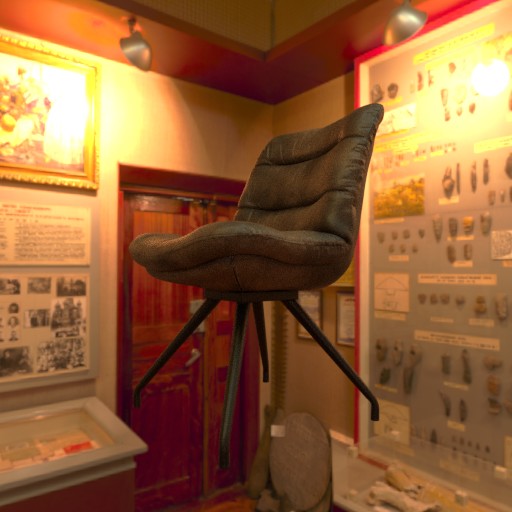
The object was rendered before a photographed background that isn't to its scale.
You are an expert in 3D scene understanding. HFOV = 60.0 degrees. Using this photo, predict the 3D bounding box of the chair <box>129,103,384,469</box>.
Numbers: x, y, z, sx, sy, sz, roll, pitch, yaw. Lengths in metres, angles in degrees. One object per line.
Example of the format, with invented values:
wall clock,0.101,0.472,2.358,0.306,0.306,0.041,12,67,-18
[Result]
chair,0.000,0.000,1.250,0.622,0.870,0.549,1,-2,-36
